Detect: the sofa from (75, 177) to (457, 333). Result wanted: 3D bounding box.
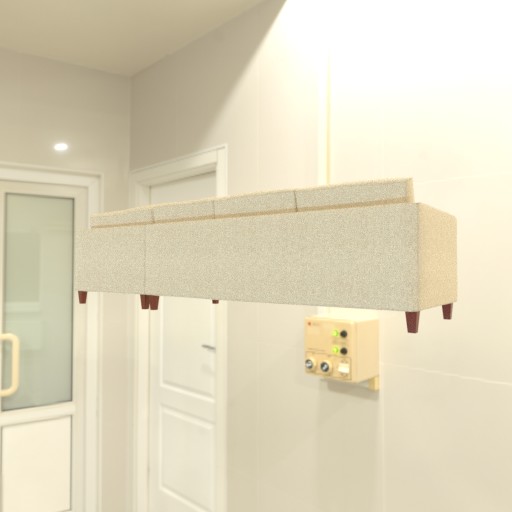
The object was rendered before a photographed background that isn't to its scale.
[{"bbox_3d":[0.000,0.000,4.138,3.471,0.954,1.603,-1,-2,37],"label":"sofa"}]
